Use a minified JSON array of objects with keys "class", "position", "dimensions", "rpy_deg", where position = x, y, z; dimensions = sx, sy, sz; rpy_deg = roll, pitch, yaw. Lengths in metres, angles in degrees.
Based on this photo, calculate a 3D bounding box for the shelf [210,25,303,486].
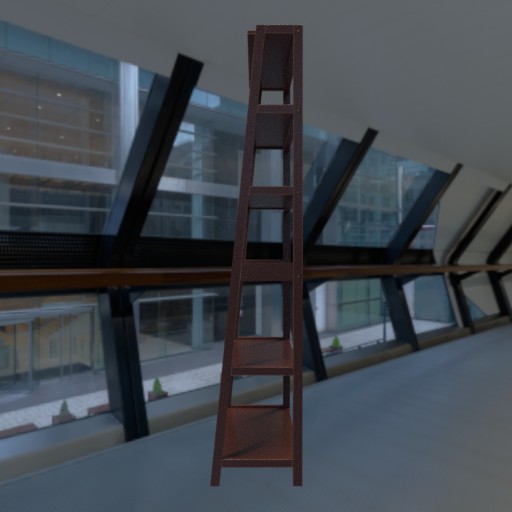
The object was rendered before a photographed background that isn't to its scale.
[{"class":"shelf","position":[0.000,0.000,2.144],"dimensions":[0.381,1.892,0.660],"rpy_deg":[0,1,0]}]
